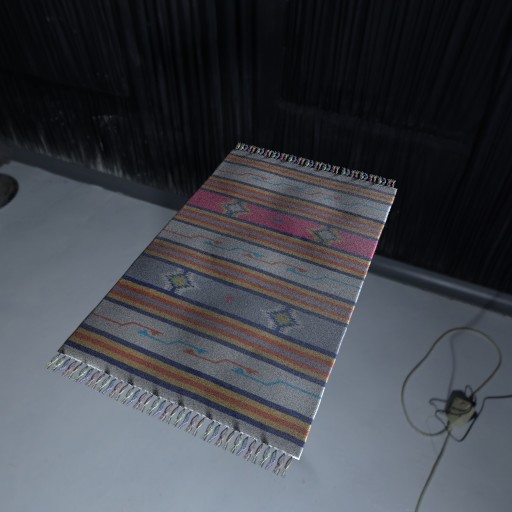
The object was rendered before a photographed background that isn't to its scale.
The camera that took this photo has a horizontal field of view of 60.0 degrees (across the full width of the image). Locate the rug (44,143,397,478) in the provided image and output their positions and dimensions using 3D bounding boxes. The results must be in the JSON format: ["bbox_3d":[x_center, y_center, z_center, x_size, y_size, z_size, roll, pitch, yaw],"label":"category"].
[{"bbox_3d":[0.000,0.000,2.240,1.084,0.013,1.849,18,49,16],"label":"rug"}]
